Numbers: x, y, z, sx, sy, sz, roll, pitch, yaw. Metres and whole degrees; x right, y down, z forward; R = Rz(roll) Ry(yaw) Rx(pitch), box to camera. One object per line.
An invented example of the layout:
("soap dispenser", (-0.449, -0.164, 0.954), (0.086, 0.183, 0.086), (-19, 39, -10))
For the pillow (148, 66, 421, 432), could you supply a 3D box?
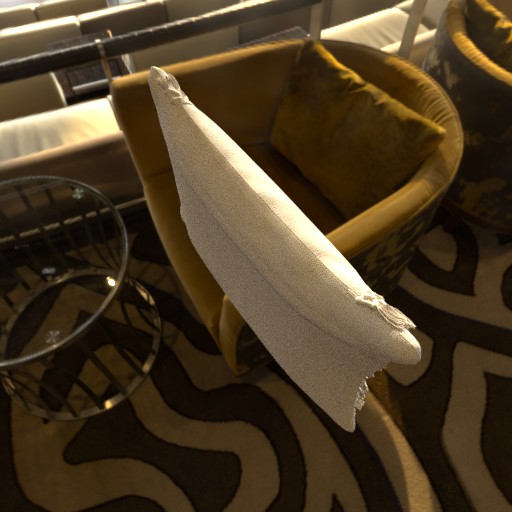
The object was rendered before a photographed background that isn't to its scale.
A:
("pillow", (0.000, 0.000, 0.581), (0.084, 0.305, 0.466), (-30, 62, -18))
